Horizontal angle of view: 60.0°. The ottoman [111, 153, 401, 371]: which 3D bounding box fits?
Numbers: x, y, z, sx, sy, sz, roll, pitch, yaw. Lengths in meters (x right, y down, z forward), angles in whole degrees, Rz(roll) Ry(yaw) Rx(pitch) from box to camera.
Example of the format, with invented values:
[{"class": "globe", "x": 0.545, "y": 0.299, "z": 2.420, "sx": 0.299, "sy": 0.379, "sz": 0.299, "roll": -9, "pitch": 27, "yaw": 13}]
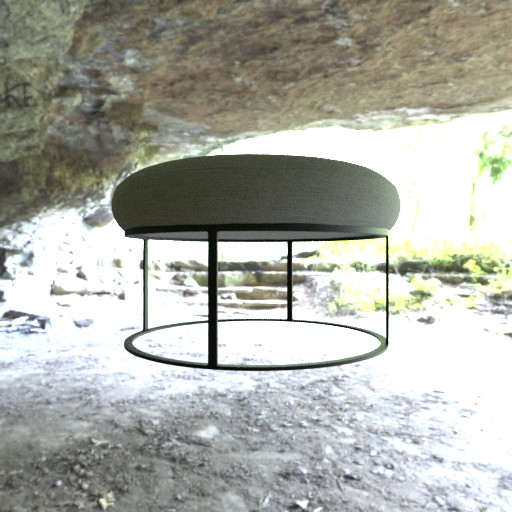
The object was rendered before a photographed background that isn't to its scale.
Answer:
[{"class": "ottoman", "x": 0.000, "y": 0.000, "z": 1.234, "sx": 0.769, "sy": 0.459, "sz": 0.769, "roll": 0, "pitch": 0, "yaw": 0}]
